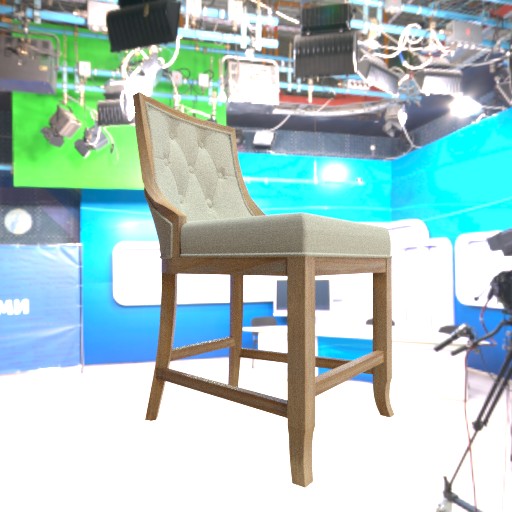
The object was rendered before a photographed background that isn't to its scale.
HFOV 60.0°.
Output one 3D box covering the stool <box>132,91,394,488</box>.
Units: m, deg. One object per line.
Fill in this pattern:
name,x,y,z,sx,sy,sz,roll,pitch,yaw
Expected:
stool,0.000,0.000,1.280,0.626,0.938,0.524,-1,-1,36
